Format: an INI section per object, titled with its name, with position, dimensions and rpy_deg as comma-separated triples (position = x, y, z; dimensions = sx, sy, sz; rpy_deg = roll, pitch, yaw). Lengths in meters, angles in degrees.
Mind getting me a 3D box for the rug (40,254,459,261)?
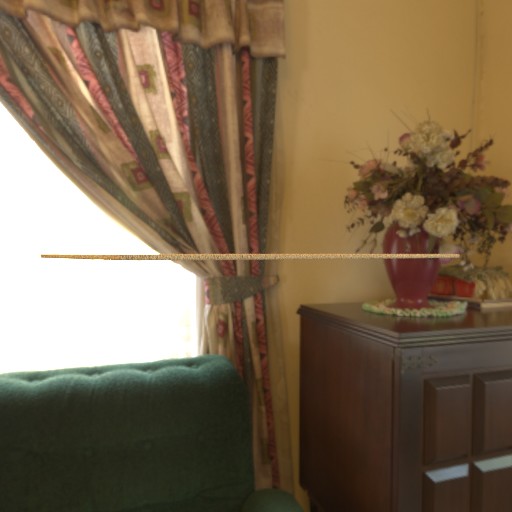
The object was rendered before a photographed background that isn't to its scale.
[rug]
position = 0.000, 0.000, 2.942
dimensions = 2.346, 0.025, 1.500
rpy_deg = 0, 0, -36
